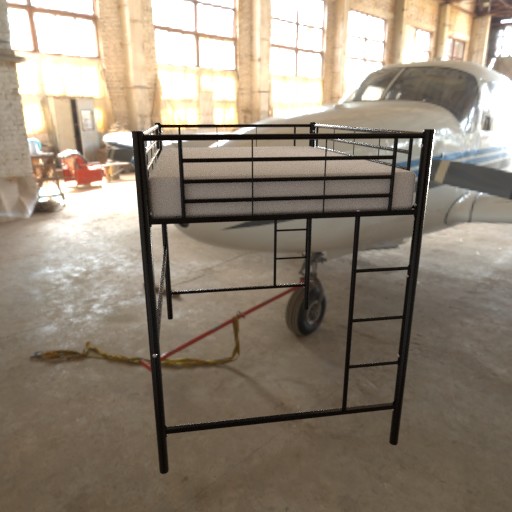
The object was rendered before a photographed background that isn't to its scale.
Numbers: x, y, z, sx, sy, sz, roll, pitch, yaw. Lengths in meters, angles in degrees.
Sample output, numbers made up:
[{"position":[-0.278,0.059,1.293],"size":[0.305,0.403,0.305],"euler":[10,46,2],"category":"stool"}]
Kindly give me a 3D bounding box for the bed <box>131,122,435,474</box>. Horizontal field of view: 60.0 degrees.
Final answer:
[{"position":[0.000,0.000,3.181],"size":[1.397,1.803,1.994],"euler":[-3,18,-9],"category":"bed"}]
